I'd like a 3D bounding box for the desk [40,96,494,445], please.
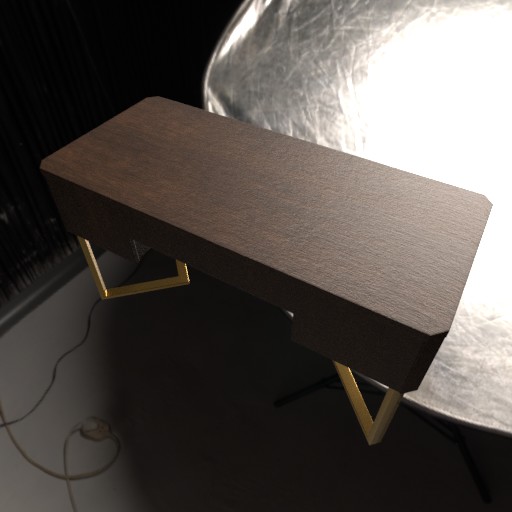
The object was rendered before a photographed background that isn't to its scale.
[{"bbox_3d":[0.000,0.000,1.819,1.479,0.762,0.684,23,50,21],"label":"desk"}]
